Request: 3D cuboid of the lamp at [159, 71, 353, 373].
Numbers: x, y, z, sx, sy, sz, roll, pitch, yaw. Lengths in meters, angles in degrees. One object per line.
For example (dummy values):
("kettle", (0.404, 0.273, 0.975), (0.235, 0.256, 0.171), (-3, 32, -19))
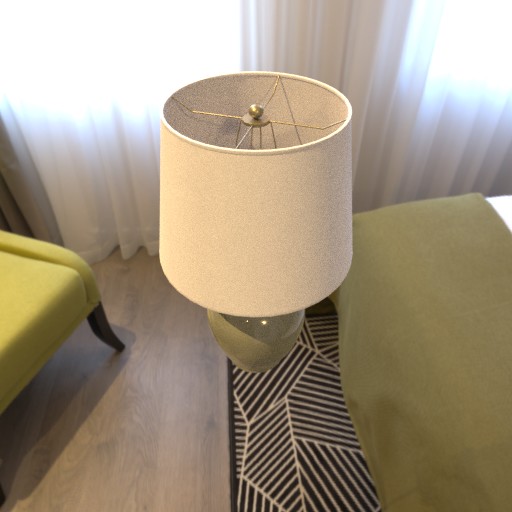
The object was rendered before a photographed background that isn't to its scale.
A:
("lamp", (0.000, 0.000, 0.571), (0.239, 0.399, 0.239), (0, 42, 0))
